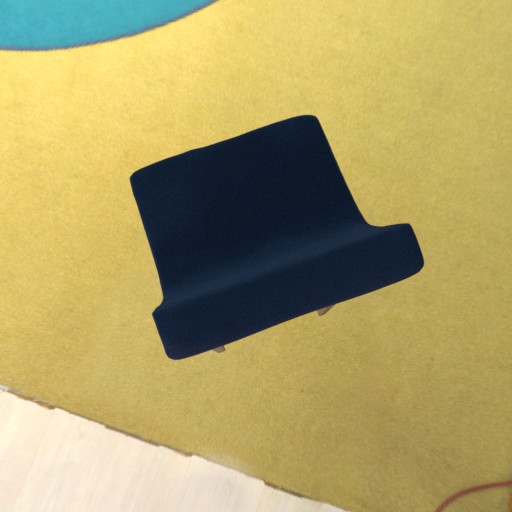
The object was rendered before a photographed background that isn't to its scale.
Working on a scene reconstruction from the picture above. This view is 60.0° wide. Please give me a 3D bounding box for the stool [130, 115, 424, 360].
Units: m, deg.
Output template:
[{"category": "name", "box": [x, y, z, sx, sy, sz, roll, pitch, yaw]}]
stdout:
[{"category": "stool", "box": [0.000, 0.000, 1.328, 0.511, 1.037, 0.500, -19, 77, -5]}]
